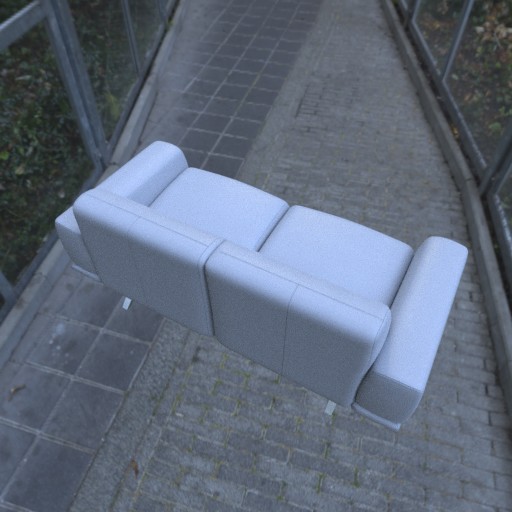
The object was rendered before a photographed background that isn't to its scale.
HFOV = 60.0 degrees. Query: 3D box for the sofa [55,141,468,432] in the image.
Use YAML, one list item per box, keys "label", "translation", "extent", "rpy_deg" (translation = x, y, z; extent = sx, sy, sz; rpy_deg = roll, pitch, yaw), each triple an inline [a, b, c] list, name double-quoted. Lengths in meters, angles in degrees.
- label: "sofa"
  translation: [0.000, 0.000, 2.303]
  extent: [1.901, 0.772, 0.900]
  rpy_deg: [23, 51, 19]
